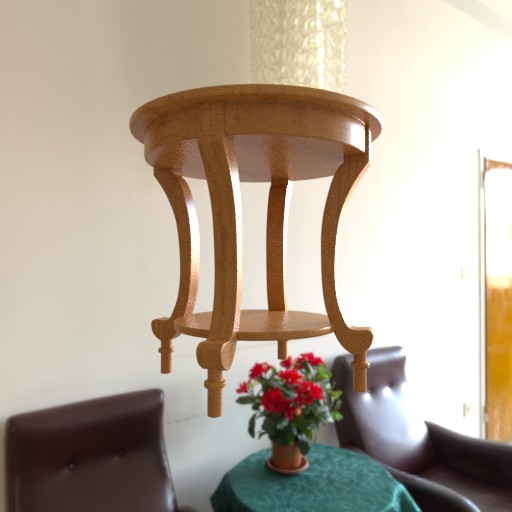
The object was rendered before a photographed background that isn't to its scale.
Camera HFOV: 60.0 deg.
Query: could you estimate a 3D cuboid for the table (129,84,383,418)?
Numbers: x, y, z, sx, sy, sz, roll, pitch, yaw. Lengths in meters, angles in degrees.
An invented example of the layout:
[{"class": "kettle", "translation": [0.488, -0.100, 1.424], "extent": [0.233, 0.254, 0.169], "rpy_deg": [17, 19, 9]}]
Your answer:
[{"class": "table", "translation": [0.000, 0.000, 1.085], "extent": [0.597, 0.612, 0.597], "rpy_deg": [0, 0, 0]}]
